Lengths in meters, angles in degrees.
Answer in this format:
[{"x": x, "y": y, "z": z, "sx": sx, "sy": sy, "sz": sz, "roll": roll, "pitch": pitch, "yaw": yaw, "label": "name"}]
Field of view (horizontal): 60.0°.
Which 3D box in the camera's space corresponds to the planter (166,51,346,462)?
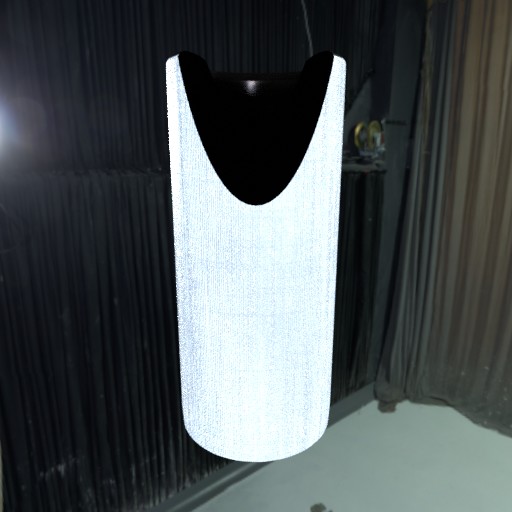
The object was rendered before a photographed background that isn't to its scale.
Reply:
[{"x": 0.000, "y": 0.000, "z": 0.126, "sx": 0.045, "sy": 0.103, "sz": 0.045, "roll": -14, "pitch": 20, "yaw": -43, "label": "planter"}]
